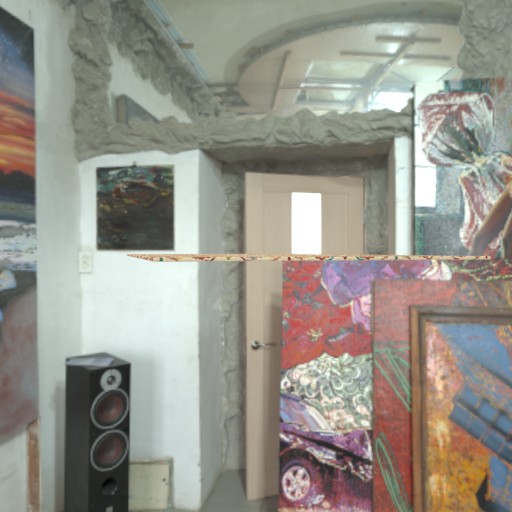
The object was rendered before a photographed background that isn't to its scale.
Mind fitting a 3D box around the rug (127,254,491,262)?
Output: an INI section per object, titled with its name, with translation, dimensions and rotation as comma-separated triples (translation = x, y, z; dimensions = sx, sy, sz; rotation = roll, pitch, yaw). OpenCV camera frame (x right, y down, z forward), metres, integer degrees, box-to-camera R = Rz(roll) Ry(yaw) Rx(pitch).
[rug]
translation = 0.000, 0.000, 2.315
dimensions = 1.226, 0.013, 1.838
rotation = 0, 1, -18
